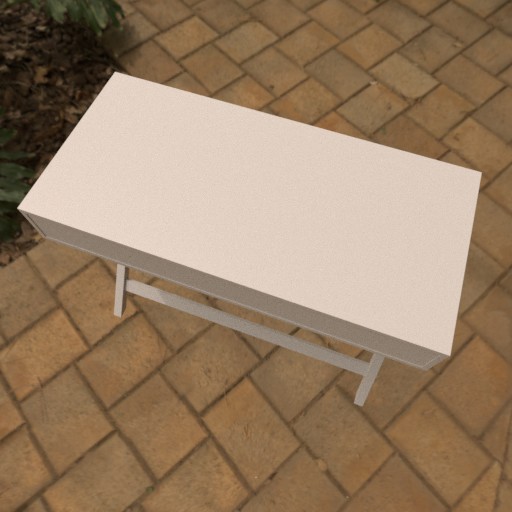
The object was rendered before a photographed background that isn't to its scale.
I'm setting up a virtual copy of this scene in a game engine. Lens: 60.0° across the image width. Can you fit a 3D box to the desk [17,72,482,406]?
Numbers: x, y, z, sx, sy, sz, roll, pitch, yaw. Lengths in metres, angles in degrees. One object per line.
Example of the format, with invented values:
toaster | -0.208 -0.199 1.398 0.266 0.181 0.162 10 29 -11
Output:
desk | 0.000 0.000 1.465 1.057 0.780 0.525 18 65 9
